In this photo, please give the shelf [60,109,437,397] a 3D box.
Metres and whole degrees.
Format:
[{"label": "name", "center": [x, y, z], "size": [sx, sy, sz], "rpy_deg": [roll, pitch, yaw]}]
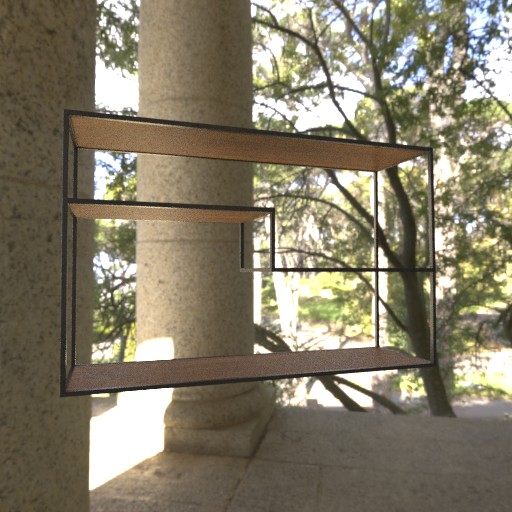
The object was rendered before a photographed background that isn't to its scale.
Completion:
[{"label": "shelf", "center": [0.000, 0.000, 1.530], "size": [1.201, 0.765, 0.361], "rpy_deg": [1, -2, -18]}]
